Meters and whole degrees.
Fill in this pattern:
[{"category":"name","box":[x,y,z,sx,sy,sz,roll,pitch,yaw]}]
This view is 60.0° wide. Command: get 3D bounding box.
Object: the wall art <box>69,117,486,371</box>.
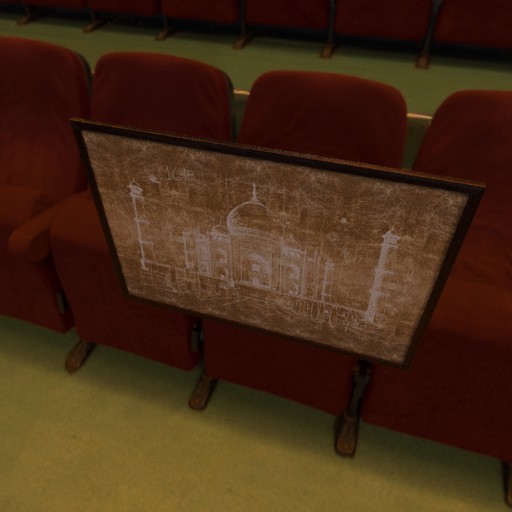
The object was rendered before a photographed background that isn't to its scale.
[{"category":"wall art","box":[0.000,0.000,1.029,0.816,0.559,0.014,12,44,13]}]
